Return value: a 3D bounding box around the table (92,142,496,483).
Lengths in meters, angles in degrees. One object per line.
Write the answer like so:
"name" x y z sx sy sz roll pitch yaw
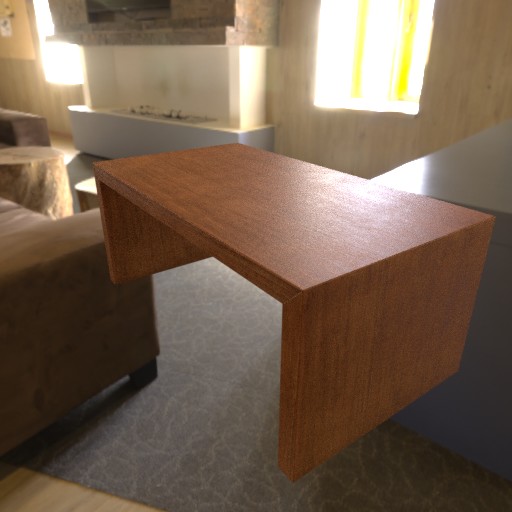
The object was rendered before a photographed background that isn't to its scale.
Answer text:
"table" 0.000 0.000 1.261 0.549 0.419 1.000 -17 30 -32
